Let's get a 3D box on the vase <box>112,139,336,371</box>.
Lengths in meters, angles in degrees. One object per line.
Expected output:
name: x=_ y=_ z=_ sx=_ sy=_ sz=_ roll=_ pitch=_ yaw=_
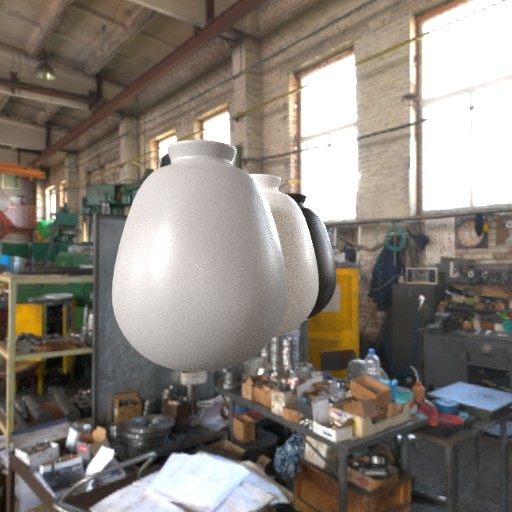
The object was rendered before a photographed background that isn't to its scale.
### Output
vase: x=0.000 y=0.000 z=0.348 sx=0.097 sy=0.122 sz=0.297 roll=0 pitch=0 yaw=18
